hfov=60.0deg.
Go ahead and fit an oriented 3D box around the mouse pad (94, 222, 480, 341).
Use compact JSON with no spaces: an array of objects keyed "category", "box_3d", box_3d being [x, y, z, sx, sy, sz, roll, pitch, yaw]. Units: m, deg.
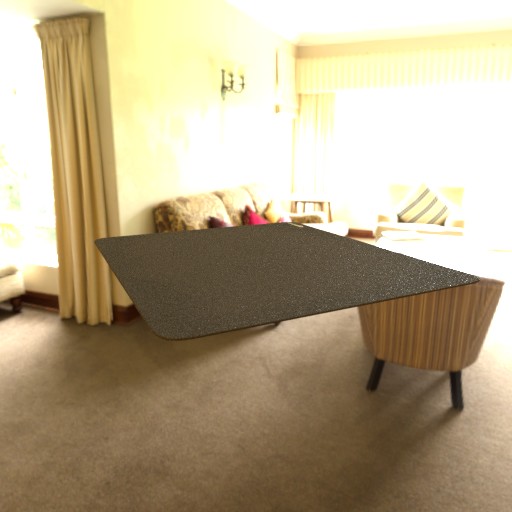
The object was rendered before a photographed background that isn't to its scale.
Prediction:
[{"category":"mouse pad","box_3d":[0.000,0.000,0.635,0.393,0.002,0.451,-7,16,-25]}]
